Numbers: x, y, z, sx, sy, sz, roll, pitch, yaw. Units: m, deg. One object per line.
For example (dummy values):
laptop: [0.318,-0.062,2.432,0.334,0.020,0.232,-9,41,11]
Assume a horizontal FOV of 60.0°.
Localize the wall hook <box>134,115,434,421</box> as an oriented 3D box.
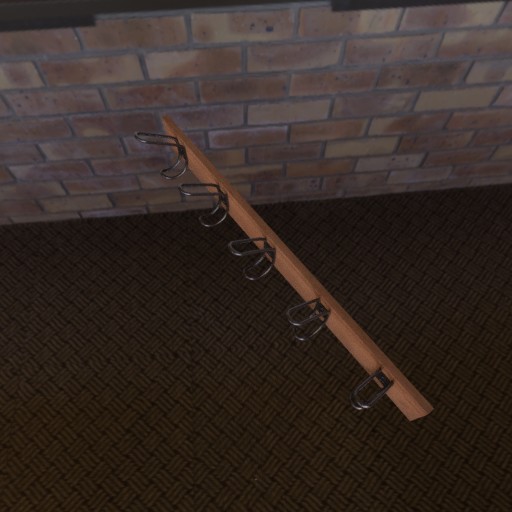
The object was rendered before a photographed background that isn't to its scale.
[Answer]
wall hook: [0.000,0.000,0.593,0.076,0.116,0.554,-34,68,-16]
